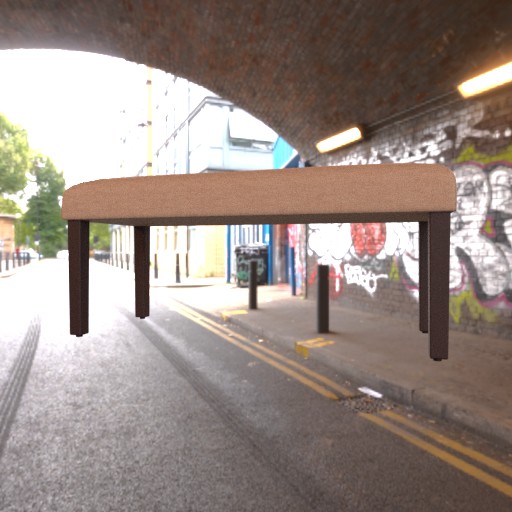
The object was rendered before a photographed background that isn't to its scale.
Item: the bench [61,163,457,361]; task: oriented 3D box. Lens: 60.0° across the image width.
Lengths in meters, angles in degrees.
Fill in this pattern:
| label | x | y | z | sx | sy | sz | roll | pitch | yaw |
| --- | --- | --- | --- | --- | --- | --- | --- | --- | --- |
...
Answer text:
| label | x | y | z | sx | sy | sz | roll | pitch | yaw |
| --- | --- | --- | --- | --- | --- | --- | --- | --- | --- |
| bench | 0.000 | 0.000 | 1.281 | 1.013 | 0.456 | 0.407 | 0 | 1 | 17 |
